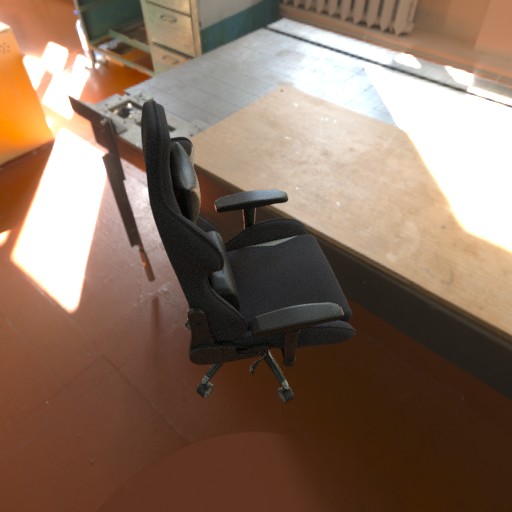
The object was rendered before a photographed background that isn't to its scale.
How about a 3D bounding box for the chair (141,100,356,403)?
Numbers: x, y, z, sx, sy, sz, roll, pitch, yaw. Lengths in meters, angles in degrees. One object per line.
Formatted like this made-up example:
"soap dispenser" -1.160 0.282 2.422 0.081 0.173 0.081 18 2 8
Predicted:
"chair" 0.000 0.000 1.729 0.695 1.300 0.730 -10 48 -10
